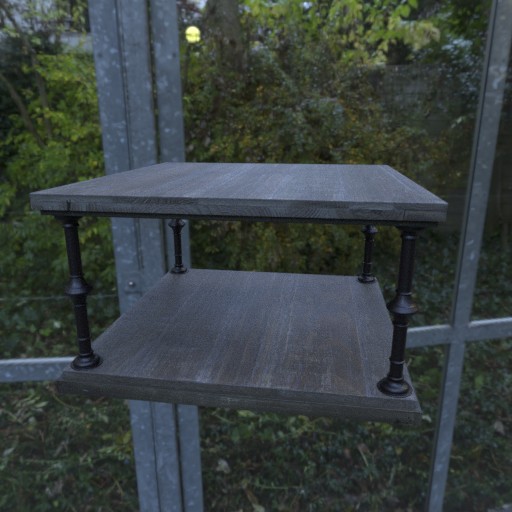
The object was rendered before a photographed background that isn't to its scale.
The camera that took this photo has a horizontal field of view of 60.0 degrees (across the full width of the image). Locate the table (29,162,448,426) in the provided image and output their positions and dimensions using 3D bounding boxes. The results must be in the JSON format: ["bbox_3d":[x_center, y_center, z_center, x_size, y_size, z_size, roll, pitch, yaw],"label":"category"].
[{"bbox_3d":[0.000,0.000,1.111,0.696,0.400,0.696,2,16,8],"label":"table"}]
